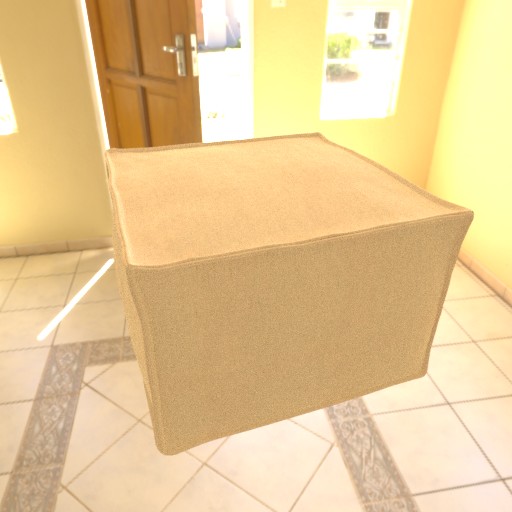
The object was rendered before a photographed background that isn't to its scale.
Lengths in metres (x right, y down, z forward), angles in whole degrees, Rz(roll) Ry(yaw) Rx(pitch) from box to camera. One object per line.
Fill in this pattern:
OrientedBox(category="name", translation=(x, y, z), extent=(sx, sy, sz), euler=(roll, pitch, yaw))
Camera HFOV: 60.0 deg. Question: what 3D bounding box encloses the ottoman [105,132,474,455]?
OrientedBox(category="ottoman", translation=(0.000, 0.000, 1.149), extent=(0.696, 0.470, 0.707), euler=(-10, 32, -17))
